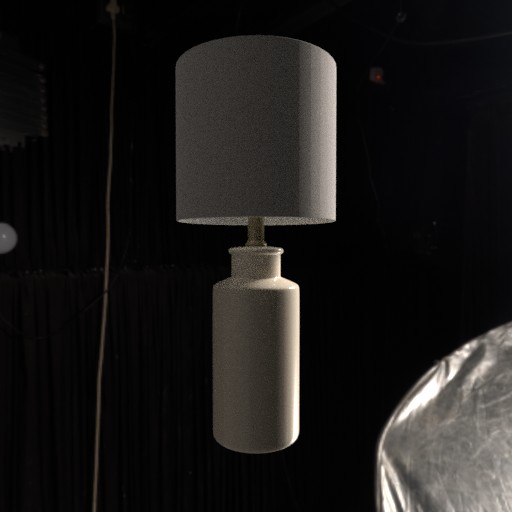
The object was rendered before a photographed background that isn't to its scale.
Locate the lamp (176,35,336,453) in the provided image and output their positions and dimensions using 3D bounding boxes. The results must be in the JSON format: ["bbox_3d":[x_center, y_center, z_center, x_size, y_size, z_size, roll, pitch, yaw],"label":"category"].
[{"bbox_3d":[0.000,0.000,0.600,0.212,0.493,0.212,-1,2,-37],"label":"lamp"}]
